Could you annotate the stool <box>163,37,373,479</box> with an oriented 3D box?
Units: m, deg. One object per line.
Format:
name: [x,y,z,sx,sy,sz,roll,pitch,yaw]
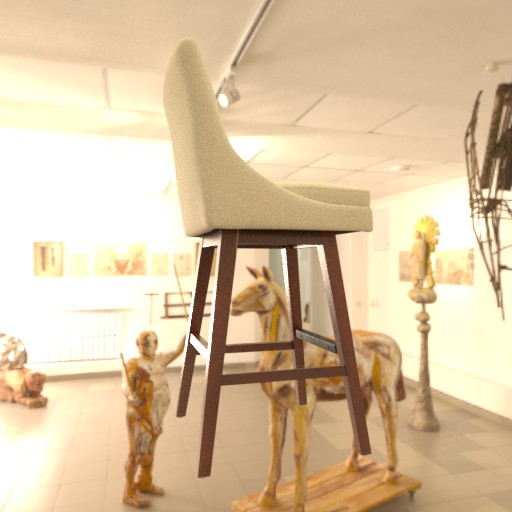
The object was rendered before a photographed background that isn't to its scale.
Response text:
stool: [0.000,0.000,1.369,0.559,1.097,0.470,0,-1,-17]
